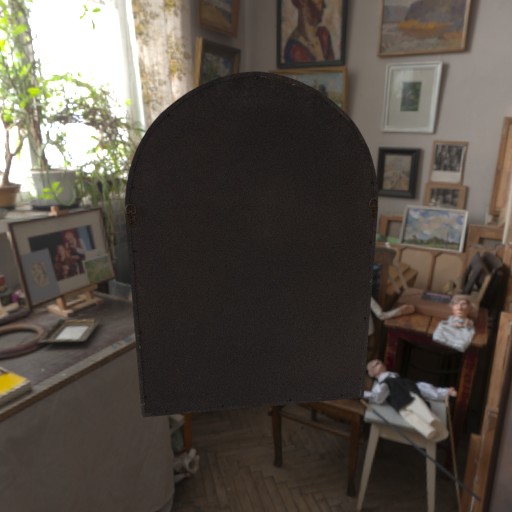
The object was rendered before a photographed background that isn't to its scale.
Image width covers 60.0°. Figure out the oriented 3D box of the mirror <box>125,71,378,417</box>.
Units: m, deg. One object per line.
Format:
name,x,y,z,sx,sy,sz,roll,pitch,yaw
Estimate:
mirror,0.000,0.000,1.192,0.660,0.920,0.032,-2,16,-8
